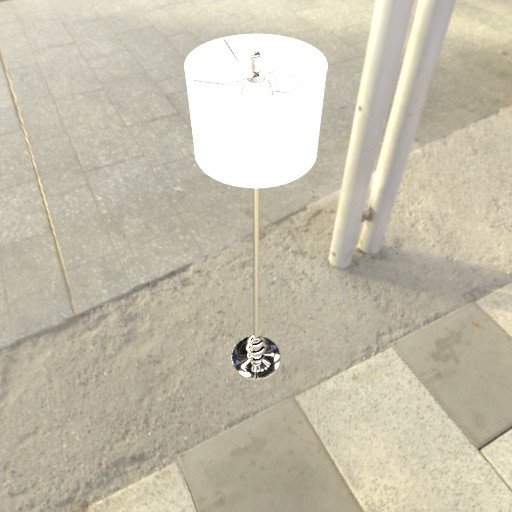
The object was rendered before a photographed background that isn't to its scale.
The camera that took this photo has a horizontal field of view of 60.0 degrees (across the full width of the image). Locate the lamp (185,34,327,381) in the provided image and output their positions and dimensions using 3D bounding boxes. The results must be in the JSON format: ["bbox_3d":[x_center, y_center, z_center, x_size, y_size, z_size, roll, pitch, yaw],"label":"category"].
[{"bbox_3d":[0.000,0.000,1.638,0.356,1.487,0.356,-23,51,-20],"label":"lamp"}]
